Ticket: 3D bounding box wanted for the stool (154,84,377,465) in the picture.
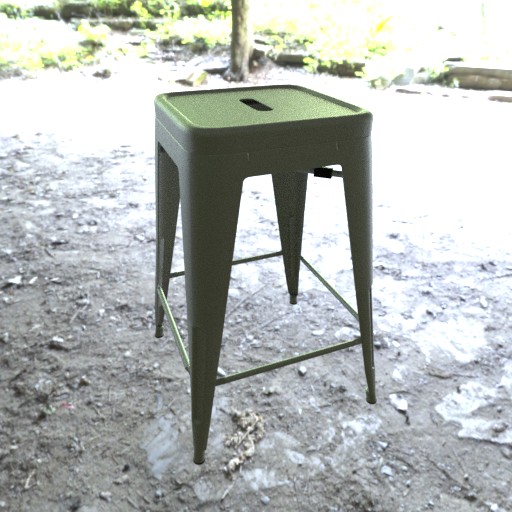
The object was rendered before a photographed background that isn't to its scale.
[{"bbox_3d":[0.000,0.000,0.908,0.410,0.608,0.410,-11,32,-19],"label":"stool"}]
